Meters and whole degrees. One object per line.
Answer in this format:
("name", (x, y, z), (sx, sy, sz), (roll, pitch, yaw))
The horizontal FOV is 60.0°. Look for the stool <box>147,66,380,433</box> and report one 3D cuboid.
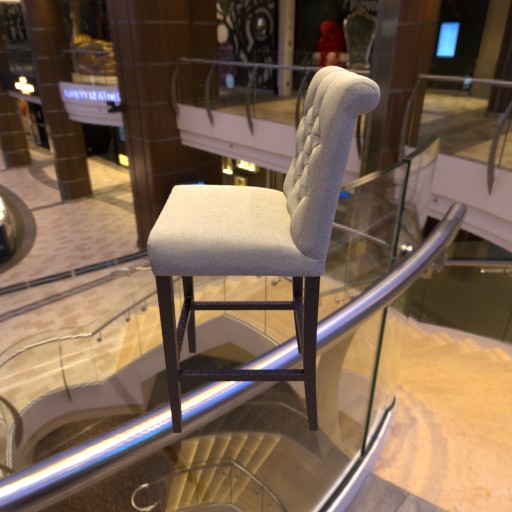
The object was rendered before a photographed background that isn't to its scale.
("stool", (0.000, 0.000, 1.473), (0.601, 1.140, 0.493), (0, 27, 0))
